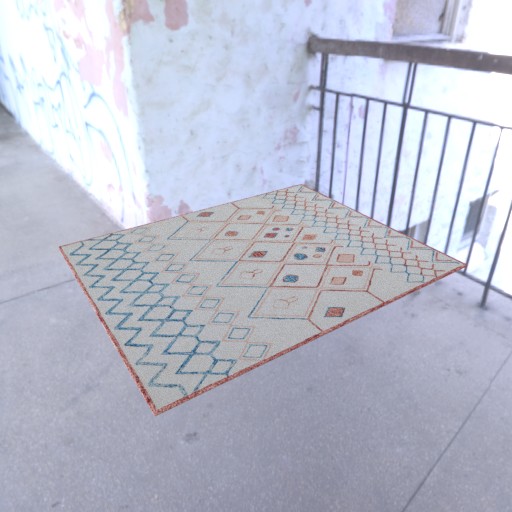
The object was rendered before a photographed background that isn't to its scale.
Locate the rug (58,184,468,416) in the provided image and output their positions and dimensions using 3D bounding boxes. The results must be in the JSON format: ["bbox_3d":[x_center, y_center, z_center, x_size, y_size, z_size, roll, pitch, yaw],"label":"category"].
[{"bbox_3d":[0.000,0.000,4.207,3.050,0.016,2.441,-19,35,-29],"label":"rug"}]
